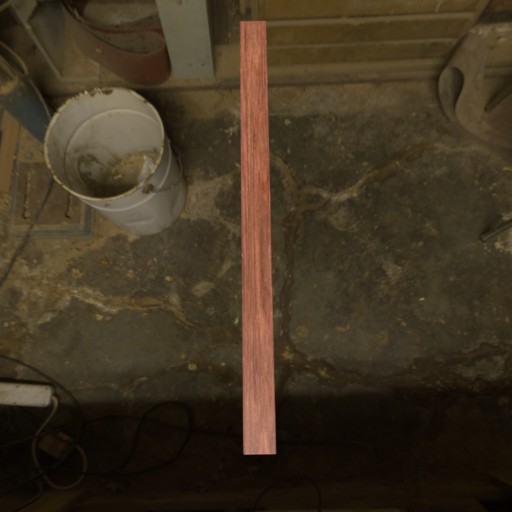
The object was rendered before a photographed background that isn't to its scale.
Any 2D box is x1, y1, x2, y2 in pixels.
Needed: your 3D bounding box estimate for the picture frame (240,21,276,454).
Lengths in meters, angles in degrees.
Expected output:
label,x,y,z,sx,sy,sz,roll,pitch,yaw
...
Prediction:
label,x,y,z,sx,sy,sz,roll,pitch,yaw
picture frame,0.000,0.000,0.538,0.025,0.330,0.381,-1,77,0
